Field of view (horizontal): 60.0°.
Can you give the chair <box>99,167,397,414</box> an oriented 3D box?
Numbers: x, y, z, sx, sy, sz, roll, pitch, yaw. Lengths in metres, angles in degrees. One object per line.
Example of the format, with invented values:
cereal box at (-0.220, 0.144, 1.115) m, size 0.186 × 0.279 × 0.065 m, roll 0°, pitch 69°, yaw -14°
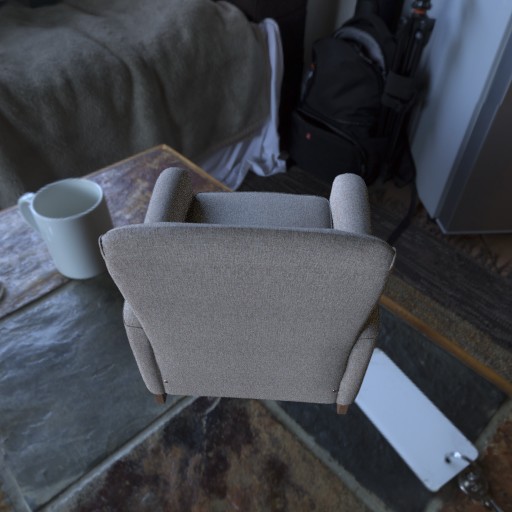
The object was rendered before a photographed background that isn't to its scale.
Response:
chair at (0.000, 0.000, 1.611) m, size 0.848 × 1.014 × 0.864 m, roll 2°, pitch 46°, yaw 2°
